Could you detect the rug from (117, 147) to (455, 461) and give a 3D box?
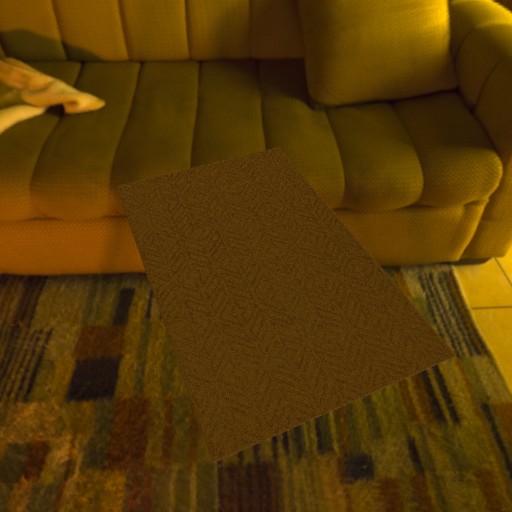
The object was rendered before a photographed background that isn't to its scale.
[{"bbox_3d":[0.000,0.000,3.178,1.523,0.008,2.438,-17,49,-16],"label":"rug"}]
